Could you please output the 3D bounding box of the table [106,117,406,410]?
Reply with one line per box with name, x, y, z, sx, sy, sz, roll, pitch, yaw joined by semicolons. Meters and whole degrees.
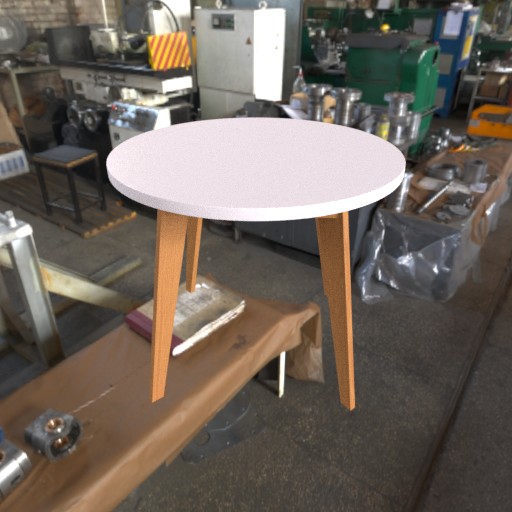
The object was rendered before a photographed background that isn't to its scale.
table;0.000;0.000;1.572;0.896;0.762;0.896;0;30;0
